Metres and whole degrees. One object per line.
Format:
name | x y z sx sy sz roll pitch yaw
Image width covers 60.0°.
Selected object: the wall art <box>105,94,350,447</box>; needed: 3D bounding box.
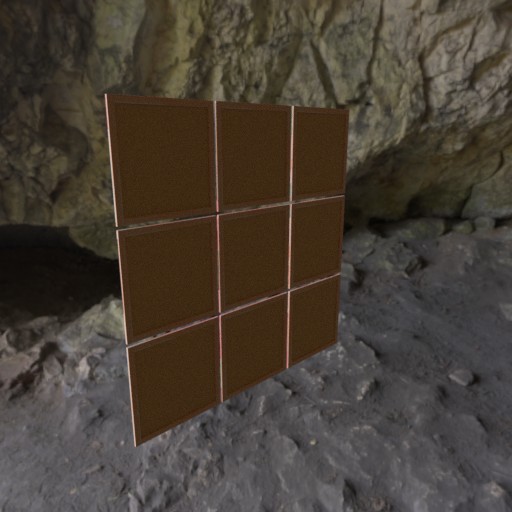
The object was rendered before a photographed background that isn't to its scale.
wall art | 0.000 0.000 2.329 1.521 1.519 0.013 -14 21 -42
